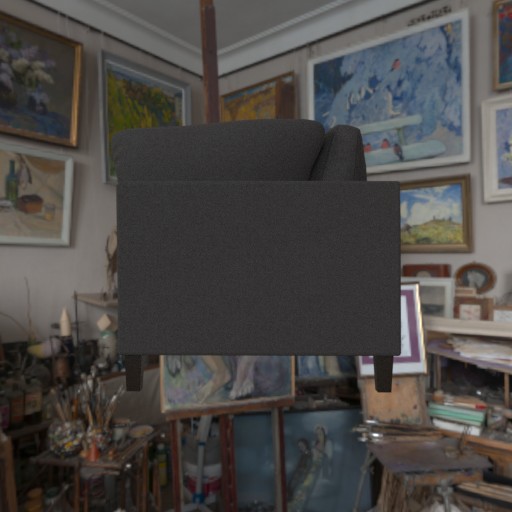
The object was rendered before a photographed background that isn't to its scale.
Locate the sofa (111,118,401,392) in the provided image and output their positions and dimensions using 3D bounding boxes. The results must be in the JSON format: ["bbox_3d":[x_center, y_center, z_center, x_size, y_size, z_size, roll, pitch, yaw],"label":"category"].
[{"bbox_3d":[0.000,0.000,2.291,0.969,0.920,1.751,0,-1,1],"label":"sofa"}]
